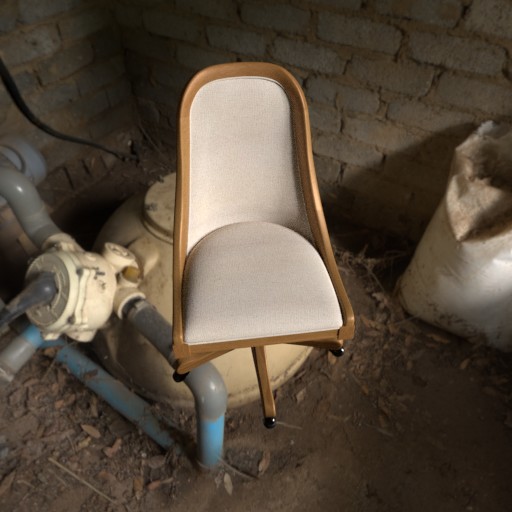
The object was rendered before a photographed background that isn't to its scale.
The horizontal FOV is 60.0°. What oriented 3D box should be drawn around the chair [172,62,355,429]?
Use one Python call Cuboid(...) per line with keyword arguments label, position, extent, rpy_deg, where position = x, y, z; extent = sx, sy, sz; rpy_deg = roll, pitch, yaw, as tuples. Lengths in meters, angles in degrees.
Cuboid(label="chair", position=(0.000, 0.000, 1.530), extent=(0.702, 1.009, 0.811), rpy_deg=(-5, 47, -5))
